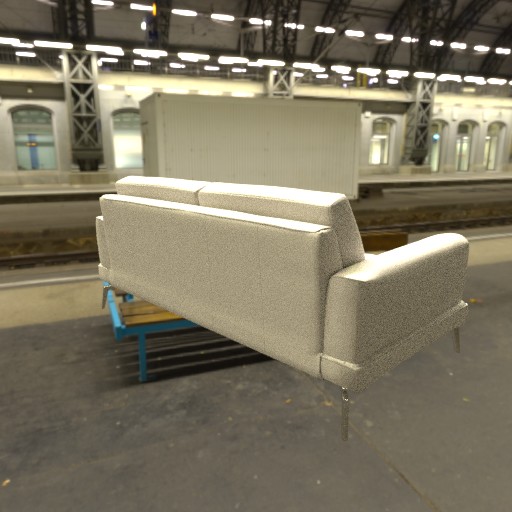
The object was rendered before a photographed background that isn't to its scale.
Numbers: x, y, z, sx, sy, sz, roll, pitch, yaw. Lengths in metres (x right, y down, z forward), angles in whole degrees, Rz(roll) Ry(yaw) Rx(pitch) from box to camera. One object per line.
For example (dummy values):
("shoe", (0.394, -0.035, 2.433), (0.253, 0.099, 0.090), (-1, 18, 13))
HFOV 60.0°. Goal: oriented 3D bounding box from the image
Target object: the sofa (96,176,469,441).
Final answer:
("sofa", (0.000, 0.000, 2.695), (1.121, 0.930, 2.177), (-13, 19, -43))
